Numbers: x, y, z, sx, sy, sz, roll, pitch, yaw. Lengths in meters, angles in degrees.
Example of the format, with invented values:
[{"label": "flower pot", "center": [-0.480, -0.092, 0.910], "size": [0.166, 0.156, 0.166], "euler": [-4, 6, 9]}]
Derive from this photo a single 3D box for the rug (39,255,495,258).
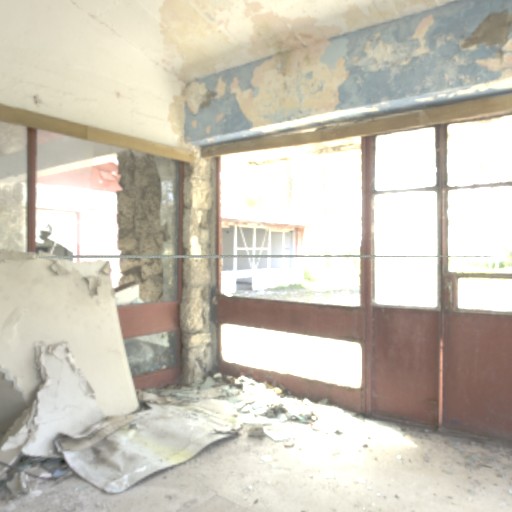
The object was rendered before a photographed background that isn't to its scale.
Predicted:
[{"label": "rug", "center": [0.000, 0.000, 2.835], "size": [2.286, 0.006, 1.524], "euler": [0, 0, -17]}]
